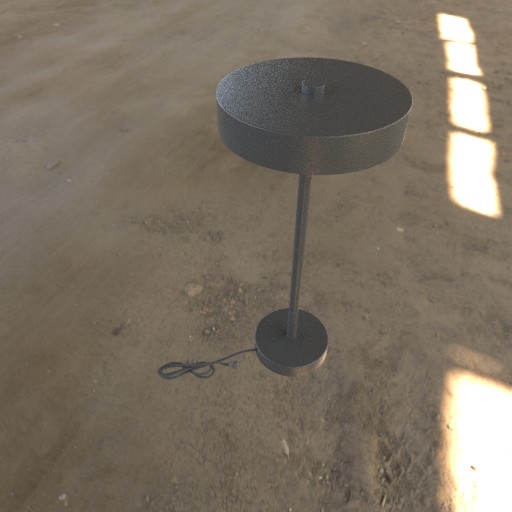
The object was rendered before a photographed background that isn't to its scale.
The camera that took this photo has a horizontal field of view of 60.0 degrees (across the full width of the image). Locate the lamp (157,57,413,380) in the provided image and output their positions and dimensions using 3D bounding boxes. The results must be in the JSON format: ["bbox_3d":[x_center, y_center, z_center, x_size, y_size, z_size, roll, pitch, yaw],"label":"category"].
[{"bbox_3d":[0.000,0.000,0.673,0.369,0.508,0.229,-12,44,-13],"label":"lamp"}]
